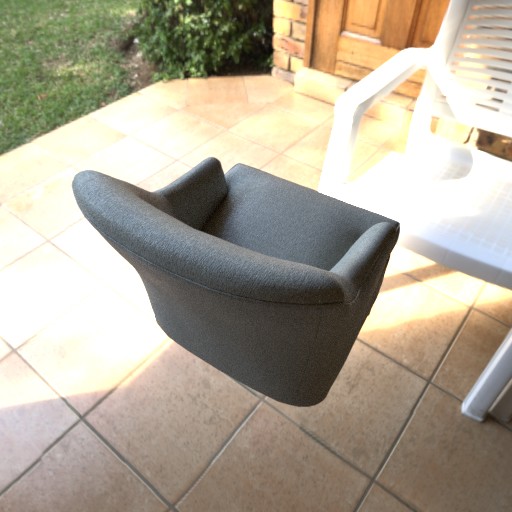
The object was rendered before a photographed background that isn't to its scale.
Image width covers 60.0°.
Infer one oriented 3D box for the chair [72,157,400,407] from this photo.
[{"bbox_3d":[0.000,0.000,1.586,0.864,0.856,0.923,25,51,22],"label":"chair"}]
